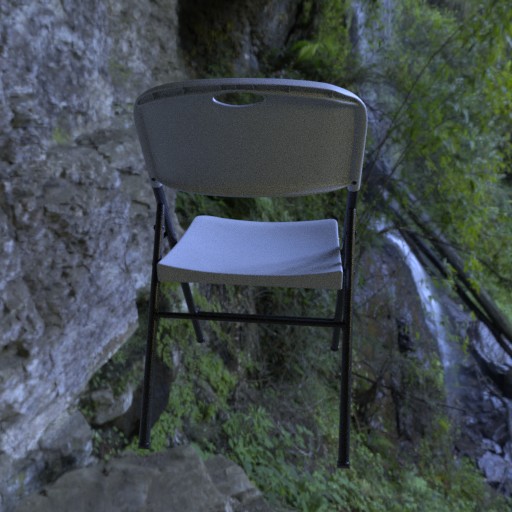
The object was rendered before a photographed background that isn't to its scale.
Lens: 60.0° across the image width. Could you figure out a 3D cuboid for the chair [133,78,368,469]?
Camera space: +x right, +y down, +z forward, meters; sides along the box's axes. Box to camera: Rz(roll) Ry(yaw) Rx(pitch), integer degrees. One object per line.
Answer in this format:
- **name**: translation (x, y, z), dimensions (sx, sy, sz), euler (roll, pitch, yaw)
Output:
- **chair**: translation (0.000, 0.000, 1.146), dimensions (0.494, 0.810, 0.566), euler (2, 17, 7)
